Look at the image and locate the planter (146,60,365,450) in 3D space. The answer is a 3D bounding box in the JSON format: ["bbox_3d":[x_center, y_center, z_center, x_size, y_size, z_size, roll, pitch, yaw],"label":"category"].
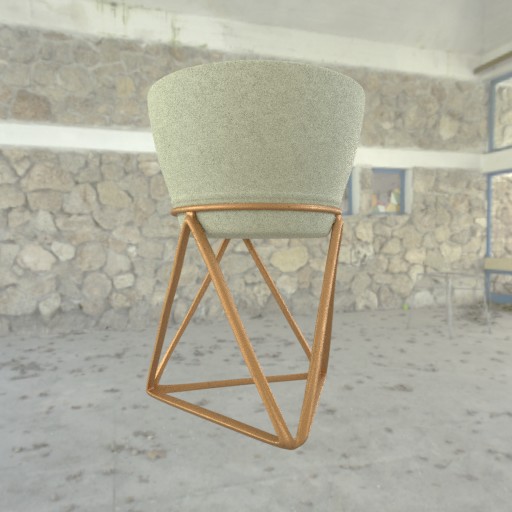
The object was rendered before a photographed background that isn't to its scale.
[{"bbox_3d":[0.000,0.000,0.738,0.350,0.504,0.350,0,2,-17],"label":"planter"}]
